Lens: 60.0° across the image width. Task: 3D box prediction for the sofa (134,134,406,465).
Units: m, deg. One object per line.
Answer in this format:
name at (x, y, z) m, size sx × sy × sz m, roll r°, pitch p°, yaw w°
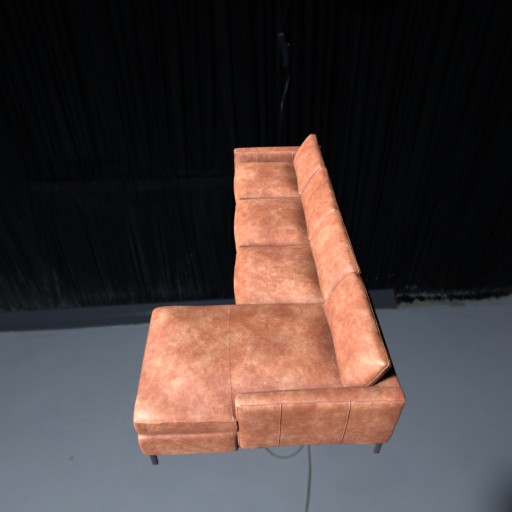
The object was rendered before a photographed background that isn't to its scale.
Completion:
sofa at (0.000, 0.000, 3.579) m, size 1.471 × 0.859 × 2.993 m, roll -1°, pitch 40°, yaw -2°
